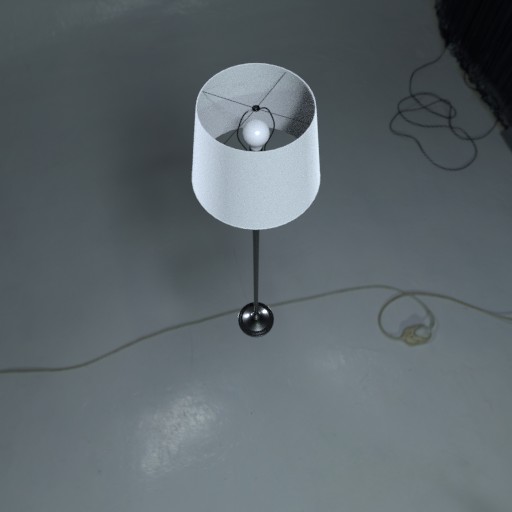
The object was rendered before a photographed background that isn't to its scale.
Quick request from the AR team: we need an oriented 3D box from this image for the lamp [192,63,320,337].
[{"bbox_3d":[0.000,0.000,1.792,0.379,1.623,0.379,0,63,0],"label":"lamp"}]
